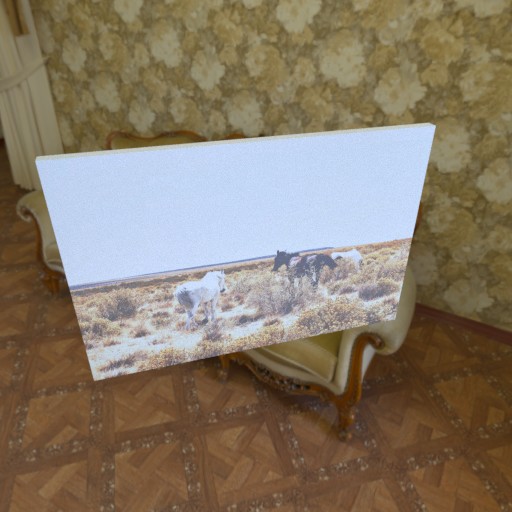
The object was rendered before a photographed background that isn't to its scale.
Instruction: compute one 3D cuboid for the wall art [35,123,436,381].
[{"bbox_3d":[0.000,0.000,1.915,1.520,1.016,0.051,-9,32,-14],"label":"wall art"}]
